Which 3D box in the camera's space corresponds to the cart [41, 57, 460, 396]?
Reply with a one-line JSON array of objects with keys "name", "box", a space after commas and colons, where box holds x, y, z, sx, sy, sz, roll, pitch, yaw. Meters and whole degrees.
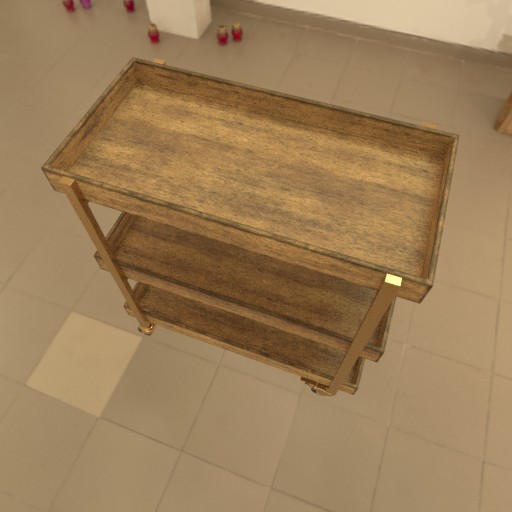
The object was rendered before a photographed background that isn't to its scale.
[{"name": "cart", "box": [0.000, 0.000, 1.219, 0.750, 0.799, 0.416, 17, 60, 10]}]
